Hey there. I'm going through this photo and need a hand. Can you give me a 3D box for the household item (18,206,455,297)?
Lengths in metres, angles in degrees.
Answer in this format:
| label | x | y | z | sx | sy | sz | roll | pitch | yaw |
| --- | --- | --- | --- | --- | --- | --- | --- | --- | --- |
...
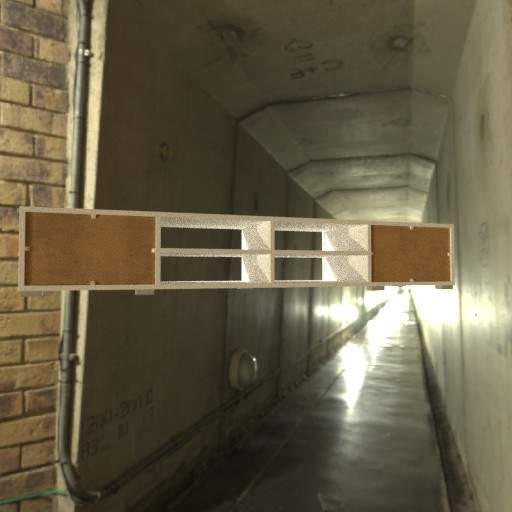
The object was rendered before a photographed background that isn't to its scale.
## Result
| label | x | y | z | sx | sy | sz | roll | pitch | yaw |
| --- | --- | --- | --- | --- | --- | --- | --- | --- | --- |
| household item | 0.000 | 0.000 | 2.007 | 1.850 | 0.310 | 0.420 | 1 | -2 | -19 |
